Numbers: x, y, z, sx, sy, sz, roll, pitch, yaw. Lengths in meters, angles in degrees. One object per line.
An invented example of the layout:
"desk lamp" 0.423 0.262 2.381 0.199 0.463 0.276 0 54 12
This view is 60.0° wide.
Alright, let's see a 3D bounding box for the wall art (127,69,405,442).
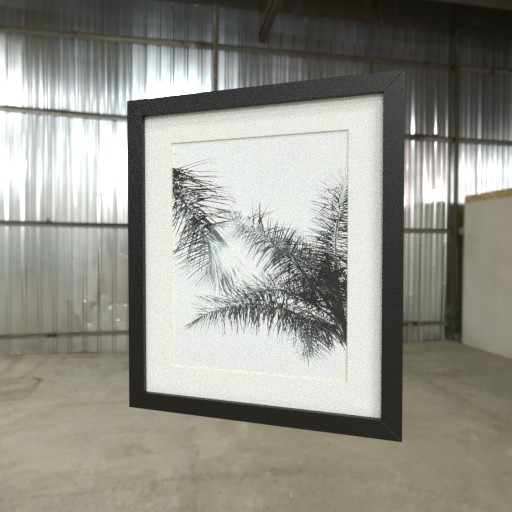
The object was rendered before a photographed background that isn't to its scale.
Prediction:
"wall art" 0.000 0.000 0.515 0.325 0.380 0.028 0 1 18
